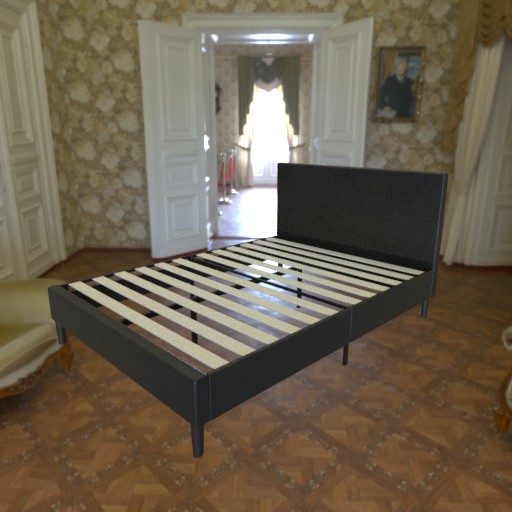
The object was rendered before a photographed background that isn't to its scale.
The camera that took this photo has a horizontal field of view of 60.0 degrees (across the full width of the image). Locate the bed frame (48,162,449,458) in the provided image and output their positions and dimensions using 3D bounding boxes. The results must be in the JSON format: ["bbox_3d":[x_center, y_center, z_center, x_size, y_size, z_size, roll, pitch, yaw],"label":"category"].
[{"bbox_3d":[0.000,0.000,3.142,2.318,1.127,1.634,-15,21,-42],"label":"bed frame"}]
